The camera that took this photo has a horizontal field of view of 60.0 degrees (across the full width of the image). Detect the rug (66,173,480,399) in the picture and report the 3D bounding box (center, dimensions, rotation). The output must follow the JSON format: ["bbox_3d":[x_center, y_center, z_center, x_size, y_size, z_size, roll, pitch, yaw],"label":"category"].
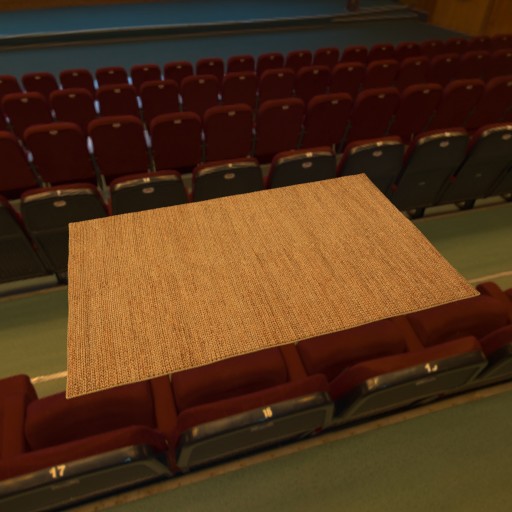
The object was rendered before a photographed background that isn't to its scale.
[{"bbox_3d":[0.000,0.000,3.015,2.438,0.034,1.521,-11,42,-13],"label":"rug"}]
